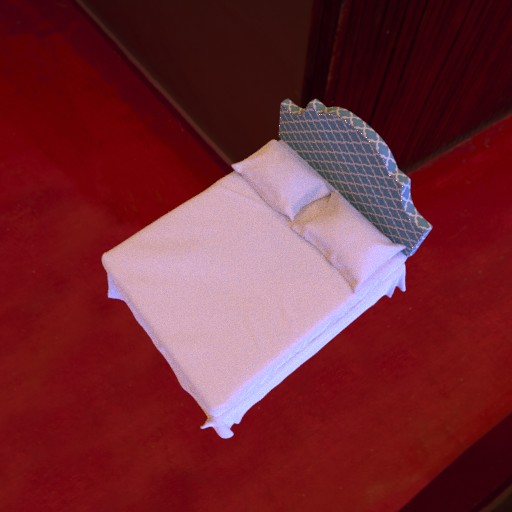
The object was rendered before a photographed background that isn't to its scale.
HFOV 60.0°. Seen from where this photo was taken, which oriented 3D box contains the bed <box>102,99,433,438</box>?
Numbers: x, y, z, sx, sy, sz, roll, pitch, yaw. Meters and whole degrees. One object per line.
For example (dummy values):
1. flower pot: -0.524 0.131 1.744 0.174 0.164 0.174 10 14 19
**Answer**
1. bed: 0.000 0.000 3.505 2.222 1.633 1.780 -36 69 -16
